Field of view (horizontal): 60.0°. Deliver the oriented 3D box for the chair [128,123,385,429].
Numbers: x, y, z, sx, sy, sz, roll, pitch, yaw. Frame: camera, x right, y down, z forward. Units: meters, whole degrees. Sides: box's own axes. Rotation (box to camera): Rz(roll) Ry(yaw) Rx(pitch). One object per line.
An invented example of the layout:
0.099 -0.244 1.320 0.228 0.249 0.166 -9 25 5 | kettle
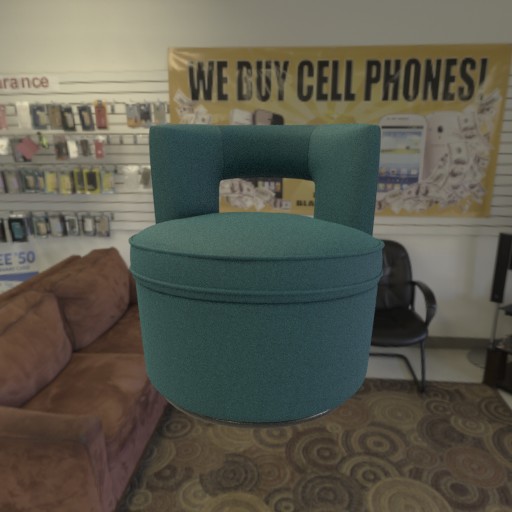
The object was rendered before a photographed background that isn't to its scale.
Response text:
0.000 0.000 1.230 0.684 0.711 0.660 2 15 8 | chair
